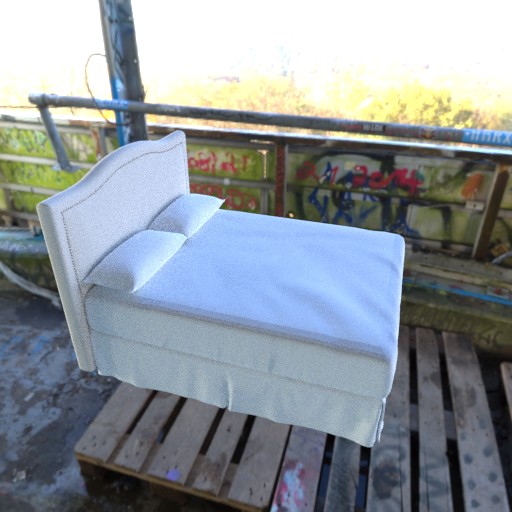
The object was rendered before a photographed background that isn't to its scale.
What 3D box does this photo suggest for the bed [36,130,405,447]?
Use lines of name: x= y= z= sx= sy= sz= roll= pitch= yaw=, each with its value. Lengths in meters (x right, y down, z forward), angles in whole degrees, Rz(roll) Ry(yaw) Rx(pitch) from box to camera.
bed: x=0.000 y=0.000 z=3.302 sx=2.143 sy=1.460 sz=1.753 roll=9 pitch=31 yaw=16
